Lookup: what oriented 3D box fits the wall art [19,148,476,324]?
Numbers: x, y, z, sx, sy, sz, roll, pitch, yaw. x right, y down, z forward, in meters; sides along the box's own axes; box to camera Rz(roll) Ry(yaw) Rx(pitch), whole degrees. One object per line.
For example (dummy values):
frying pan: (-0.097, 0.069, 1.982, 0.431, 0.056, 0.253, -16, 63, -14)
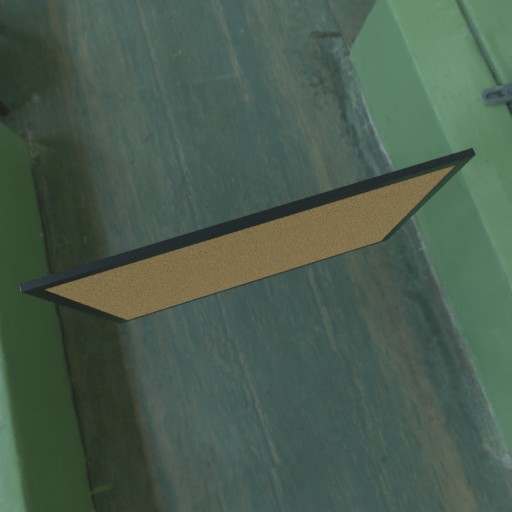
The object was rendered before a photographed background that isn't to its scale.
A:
wall art: (0.000, 0.000, 1.029, 0.819, 0.552, 0.015, -17, 77, -4)
